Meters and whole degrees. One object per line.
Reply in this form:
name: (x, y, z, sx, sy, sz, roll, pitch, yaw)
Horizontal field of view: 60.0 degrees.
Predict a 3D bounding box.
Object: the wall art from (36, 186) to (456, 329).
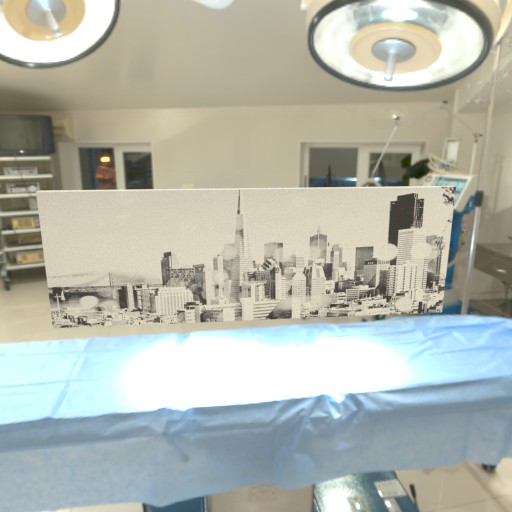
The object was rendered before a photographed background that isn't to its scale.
wall art: (0.000, 0.000, 1.678, 1.520, 0.507, 0.039, -2, 15, -6)
